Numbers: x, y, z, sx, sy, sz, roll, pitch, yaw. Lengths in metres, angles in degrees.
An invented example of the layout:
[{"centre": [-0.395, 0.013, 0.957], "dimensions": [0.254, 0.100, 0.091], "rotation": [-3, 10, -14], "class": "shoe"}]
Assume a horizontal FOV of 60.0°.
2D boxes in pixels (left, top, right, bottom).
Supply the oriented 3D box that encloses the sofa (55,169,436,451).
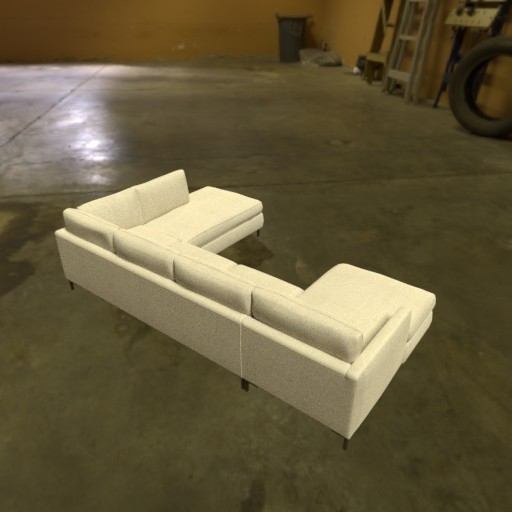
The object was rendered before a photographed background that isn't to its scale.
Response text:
[{"centre": [0.000, 0.000, 3.599], "dimensions": [2.737, 0.756, 1.879], "rotation": [20, 35, 32], "class": "sofa"}]
